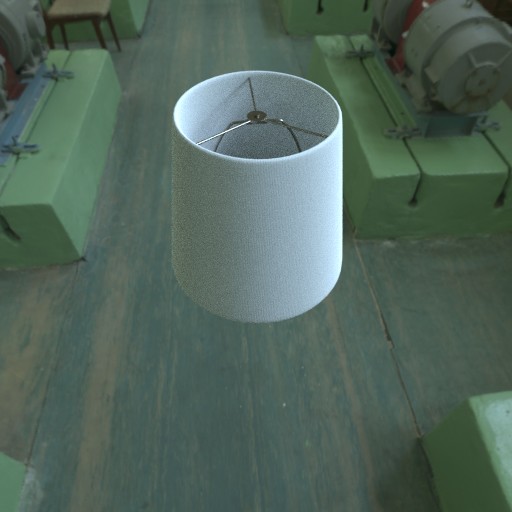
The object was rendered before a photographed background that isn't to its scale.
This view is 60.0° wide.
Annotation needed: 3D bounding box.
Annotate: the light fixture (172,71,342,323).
[{"bbox_3d":[0.000,0.000,0.459,0.168,0.337,0.188,-4,47,-4],"label":"light fixture"}]
